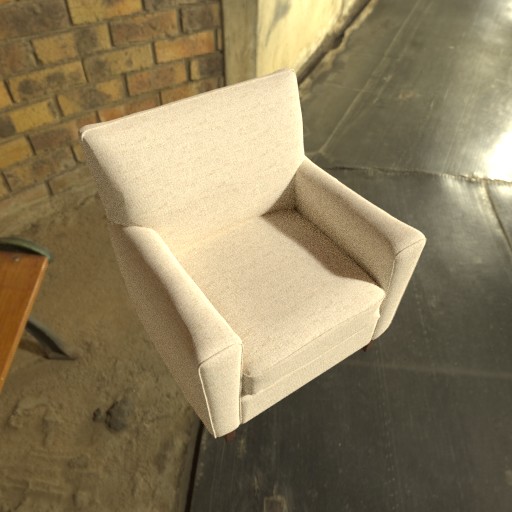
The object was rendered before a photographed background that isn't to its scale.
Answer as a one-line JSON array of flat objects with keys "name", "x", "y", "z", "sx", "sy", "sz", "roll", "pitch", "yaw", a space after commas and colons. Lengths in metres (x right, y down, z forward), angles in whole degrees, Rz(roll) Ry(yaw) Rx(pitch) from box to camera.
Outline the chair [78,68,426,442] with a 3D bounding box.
[{"name": "chair", "x": 0.000, "y": 0.000, "z": 1.630, "sx": 0.870, "sy": 0.943, "sz": 0.823, "roll": -26, "pitch": 52, "yaw": -22}]
